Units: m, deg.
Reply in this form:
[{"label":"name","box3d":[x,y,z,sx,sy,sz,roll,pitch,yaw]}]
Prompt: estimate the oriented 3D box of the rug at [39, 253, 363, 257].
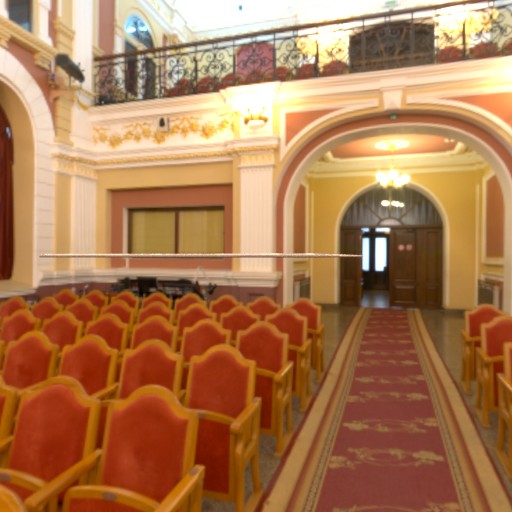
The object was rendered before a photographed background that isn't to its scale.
[{"label":"rug","box3d":[0.000,0.000,1.444,0.604,0.007,1.219,0,0,17]}]
